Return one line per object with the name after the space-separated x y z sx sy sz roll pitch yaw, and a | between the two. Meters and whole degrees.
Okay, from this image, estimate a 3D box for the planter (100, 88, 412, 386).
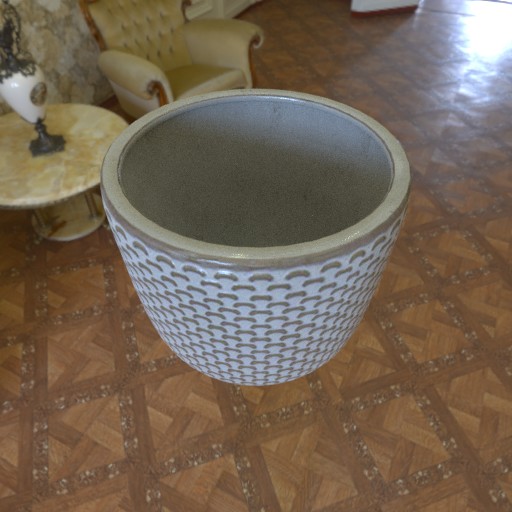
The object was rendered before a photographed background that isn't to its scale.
0.000 0.000 0.244 0.139 0.130 0.139 0 45 0 | planter
